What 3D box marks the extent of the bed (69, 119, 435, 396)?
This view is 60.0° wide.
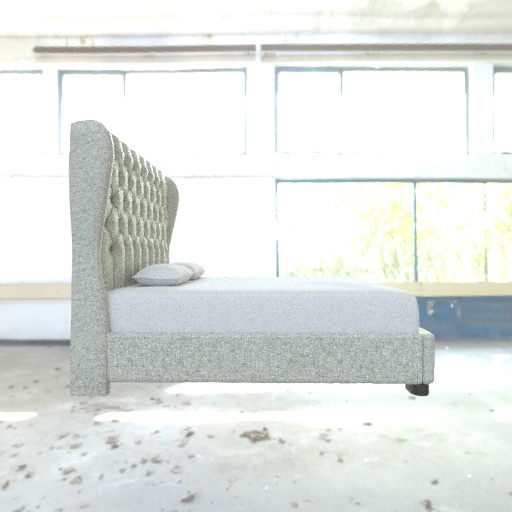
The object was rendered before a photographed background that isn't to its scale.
[{"bbox_3d":[0.000,0.000,3.857,2.347,1.771,2.219,0,0,1],"label":"bed"}]
